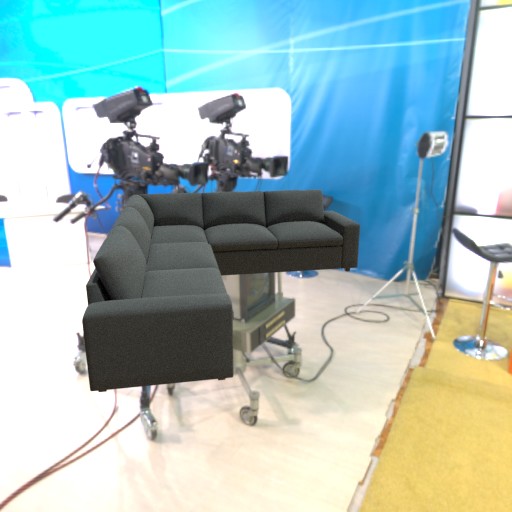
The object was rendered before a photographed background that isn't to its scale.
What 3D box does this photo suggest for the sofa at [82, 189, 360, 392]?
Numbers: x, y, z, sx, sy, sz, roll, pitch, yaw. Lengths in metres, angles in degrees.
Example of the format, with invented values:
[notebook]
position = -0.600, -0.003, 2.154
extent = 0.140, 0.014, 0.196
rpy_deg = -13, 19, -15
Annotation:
[sofa]
position = 0.000, 0.000, 4.681
extent = 2.895, 0.965, 3.277
rpy_deg = -3, 16, -10
